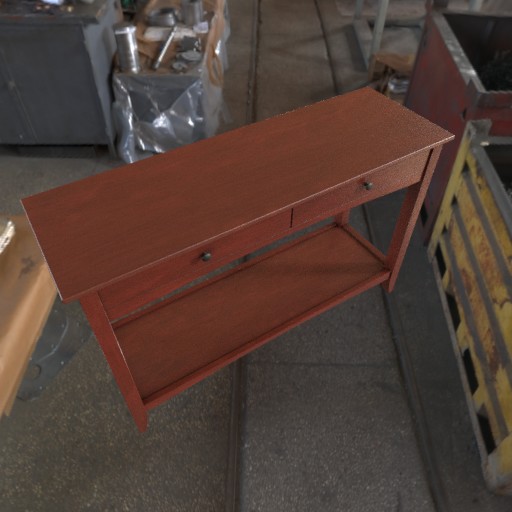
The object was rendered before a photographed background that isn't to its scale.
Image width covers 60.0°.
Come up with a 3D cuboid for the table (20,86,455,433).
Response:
[{"bbox_3d":[0.000,0.000,1.507,1.188,0.739,0.392,-25,51,-22],"label":"table"}]
